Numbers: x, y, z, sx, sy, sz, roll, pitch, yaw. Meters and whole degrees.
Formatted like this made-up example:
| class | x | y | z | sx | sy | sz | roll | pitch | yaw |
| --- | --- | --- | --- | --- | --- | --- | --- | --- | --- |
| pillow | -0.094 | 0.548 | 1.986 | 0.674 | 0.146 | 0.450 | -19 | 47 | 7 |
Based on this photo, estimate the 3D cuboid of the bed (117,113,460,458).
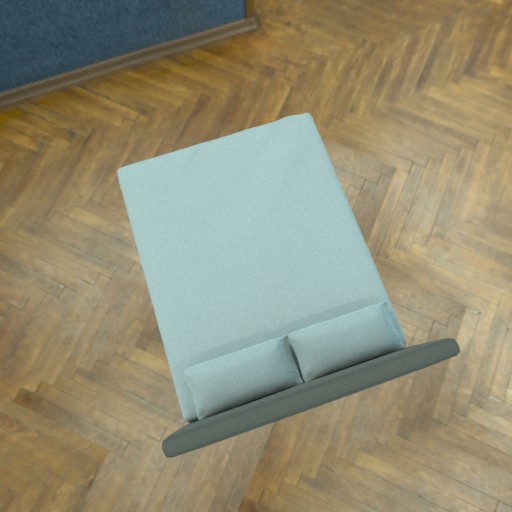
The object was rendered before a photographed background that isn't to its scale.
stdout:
| class | x | y | z | sx | sy | sz | roll | pitch | yaw |
| --- | --- | --- | --- | --- | --- | --- | --- | --- | --- |
| bed | 0.000 | 0.000 | 3.226 | 1.748 | 1.330 | 2.142 | -18 | 75 | -5 |
